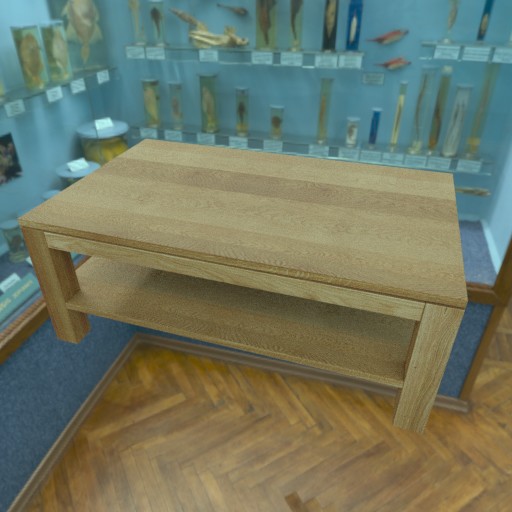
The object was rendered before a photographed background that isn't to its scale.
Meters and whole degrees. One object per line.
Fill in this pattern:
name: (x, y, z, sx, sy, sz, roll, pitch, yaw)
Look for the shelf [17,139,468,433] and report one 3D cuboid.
shelf: (0.000, 0.000, 1.468, 1.150, 0.450, 0.700, 10, 35, 15)
